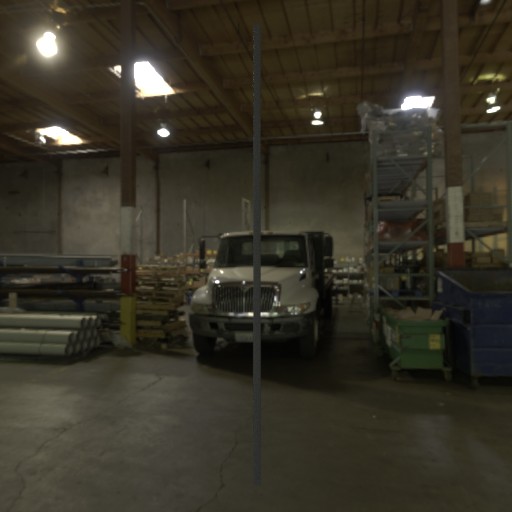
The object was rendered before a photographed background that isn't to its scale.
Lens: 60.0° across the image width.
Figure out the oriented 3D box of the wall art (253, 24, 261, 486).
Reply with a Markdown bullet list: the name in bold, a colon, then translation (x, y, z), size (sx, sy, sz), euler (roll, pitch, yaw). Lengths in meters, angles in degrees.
- **wall art**: translation (0.000, 0.000, 0.698), size (0.008, 0.530, 0.379), euler (0, -1, 0)
